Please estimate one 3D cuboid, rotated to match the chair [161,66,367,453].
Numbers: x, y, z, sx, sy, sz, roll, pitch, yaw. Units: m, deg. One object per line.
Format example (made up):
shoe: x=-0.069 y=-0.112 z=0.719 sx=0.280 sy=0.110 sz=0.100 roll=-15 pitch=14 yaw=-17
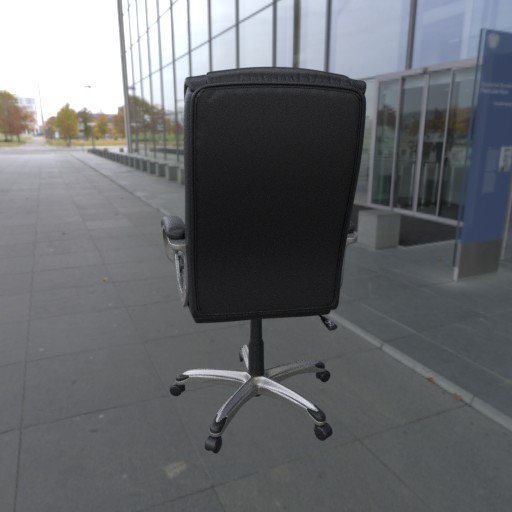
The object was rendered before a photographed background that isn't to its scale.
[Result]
chair: x=0.000 y=0.000 z=1.572 sx=0.663 sy=1.155 sz=0.739 roll=-3 pitch=15 yaw=-10
